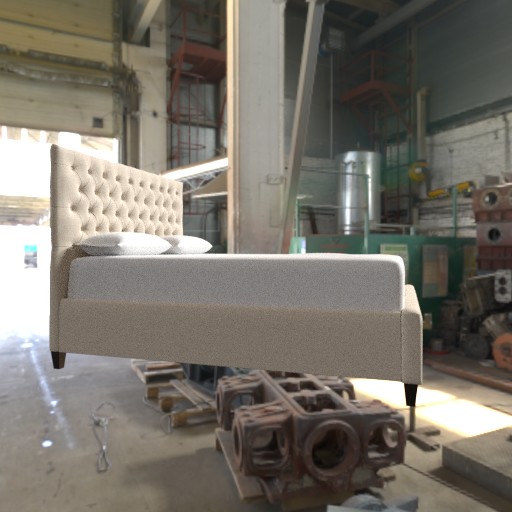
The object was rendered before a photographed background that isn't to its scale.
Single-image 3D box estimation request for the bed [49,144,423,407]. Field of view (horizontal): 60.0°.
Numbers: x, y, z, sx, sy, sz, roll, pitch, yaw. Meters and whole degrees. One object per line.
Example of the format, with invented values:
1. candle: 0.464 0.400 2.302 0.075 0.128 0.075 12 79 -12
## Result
1. bed: 0.000 0.000 3.244 2.233 1.426 1.696 0 1 18
